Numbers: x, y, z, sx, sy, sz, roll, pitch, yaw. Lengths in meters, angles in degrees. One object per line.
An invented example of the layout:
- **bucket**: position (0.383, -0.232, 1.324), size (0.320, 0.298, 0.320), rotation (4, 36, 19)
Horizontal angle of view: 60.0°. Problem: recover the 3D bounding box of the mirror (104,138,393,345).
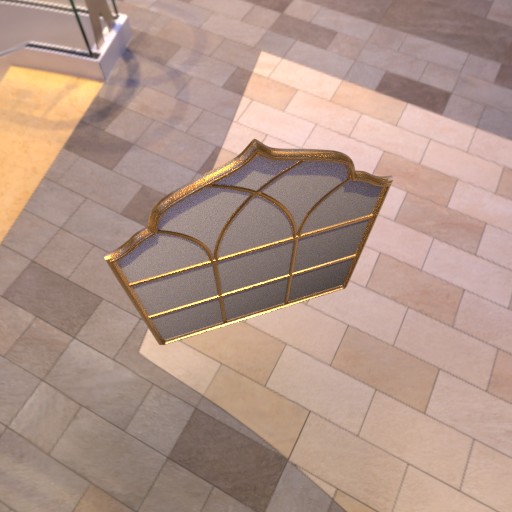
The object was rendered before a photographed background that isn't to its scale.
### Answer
- **mirror**: position (0.000, 0.000, 0.869), size (0.513, 0.635, 0.018), rotation (-16, 63, -9)
